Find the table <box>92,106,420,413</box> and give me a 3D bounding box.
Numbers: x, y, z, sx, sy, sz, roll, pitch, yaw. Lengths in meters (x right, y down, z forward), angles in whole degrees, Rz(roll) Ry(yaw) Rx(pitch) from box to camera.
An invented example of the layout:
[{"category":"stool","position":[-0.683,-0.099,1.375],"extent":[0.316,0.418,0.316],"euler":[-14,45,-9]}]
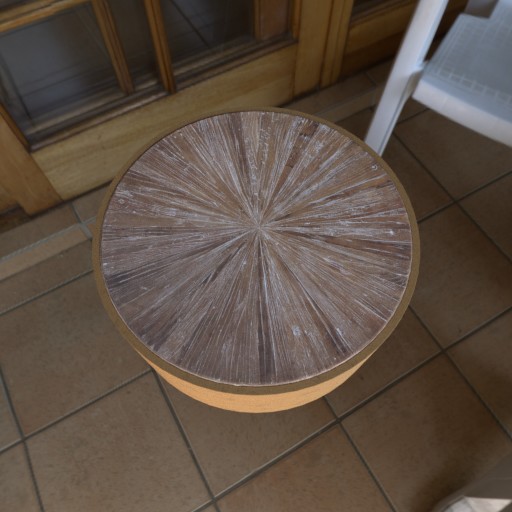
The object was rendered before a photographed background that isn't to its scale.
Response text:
[{"category":"table","position":[0.000,0.000,1.546],"extent":[1.001,0.409,1.001],"euler":[0,64,0]}]
